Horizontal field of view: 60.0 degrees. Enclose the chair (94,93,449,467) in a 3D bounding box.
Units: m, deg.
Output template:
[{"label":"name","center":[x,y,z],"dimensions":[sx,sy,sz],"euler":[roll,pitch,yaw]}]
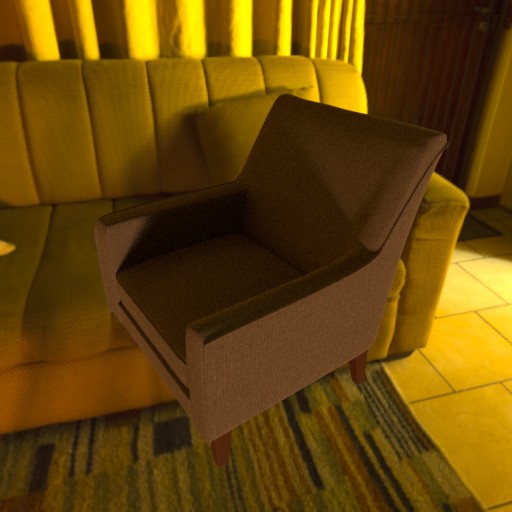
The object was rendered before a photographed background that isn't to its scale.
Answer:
[{"label":"chair","center":[0.000,0.000,1.585],"dimensions":[0.899,0.919,0.780],"euler":[-20,36,-30]}]
